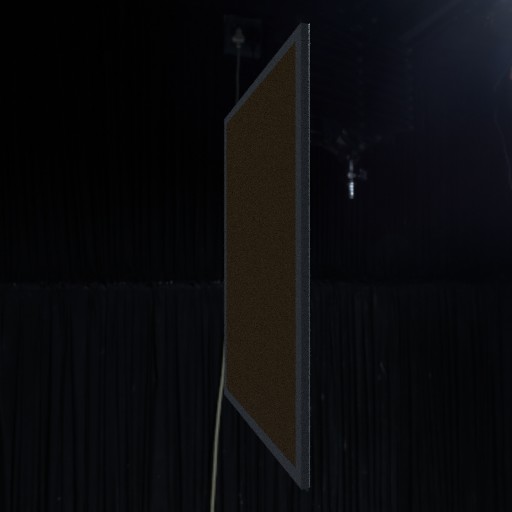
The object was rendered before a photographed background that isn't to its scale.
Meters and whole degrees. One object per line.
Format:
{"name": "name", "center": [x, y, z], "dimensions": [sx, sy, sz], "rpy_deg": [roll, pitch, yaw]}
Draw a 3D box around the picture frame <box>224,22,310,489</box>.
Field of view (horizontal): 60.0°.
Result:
{"name": "picture frame", "center": [0.000, 0.000, 0.844], "dimensions": [0.013, 0.657, 0.457], "rpy_deg": [0, 0, -18]}
